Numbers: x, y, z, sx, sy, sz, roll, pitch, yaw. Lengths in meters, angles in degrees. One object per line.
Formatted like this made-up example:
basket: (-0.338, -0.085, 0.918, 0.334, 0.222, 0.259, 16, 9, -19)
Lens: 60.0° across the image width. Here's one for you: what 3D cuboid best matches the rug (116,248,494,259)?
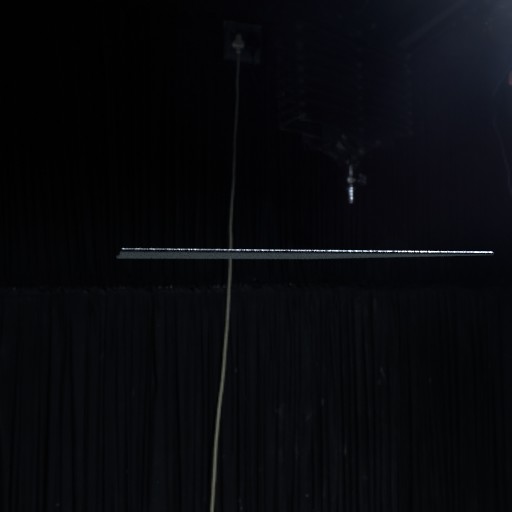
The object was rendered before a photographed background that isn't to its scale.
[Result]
rug: (0.000, 0.000, 4.102, 2.456, 0.021, 3.042, 0, -1, -18)
